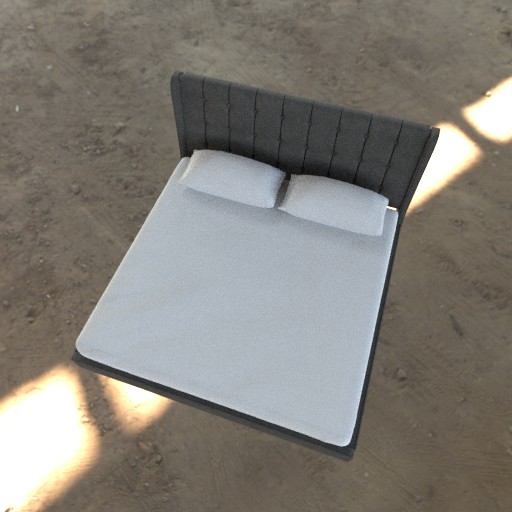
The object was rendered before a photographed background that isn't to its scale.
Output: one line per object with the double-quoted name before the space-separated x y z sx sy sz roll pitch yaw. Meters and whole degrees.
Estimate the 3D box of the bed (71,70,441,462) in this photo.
"bed" 0.000 0.000 2.472 1.531 0.933 1.638 16 60 10
